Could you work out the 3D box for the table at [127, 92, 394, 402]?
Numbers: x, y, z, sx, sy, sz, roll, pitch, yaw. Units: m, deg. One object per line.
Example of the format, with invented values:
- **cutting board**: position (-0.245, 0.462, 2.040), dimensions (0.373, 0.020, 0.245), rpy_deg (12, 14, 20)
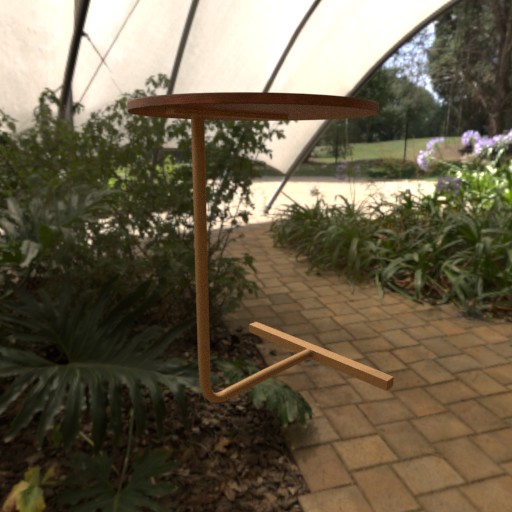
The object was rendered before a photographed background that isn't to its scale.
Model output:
- **table**: position (0.000, 0.000, 1.099), dimensions (0.577, 0.706, 0.530), rpy_deg (-13, 19, -42)
